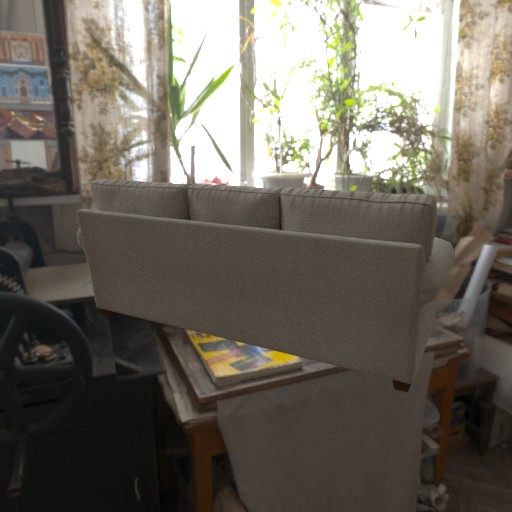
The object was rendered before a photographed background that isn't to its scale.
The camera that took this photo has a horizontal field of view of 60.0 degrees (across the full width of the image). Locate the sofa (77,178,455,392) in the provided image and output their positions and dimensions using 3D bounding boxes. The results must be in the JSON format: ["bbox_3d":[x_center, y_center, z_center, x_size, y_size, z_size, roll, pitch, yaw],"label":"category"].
[{"bbox_3d":[0.000,0.000,2.874,2.312,0.975,0.965,8,17,27],"label":"sofa"}]
